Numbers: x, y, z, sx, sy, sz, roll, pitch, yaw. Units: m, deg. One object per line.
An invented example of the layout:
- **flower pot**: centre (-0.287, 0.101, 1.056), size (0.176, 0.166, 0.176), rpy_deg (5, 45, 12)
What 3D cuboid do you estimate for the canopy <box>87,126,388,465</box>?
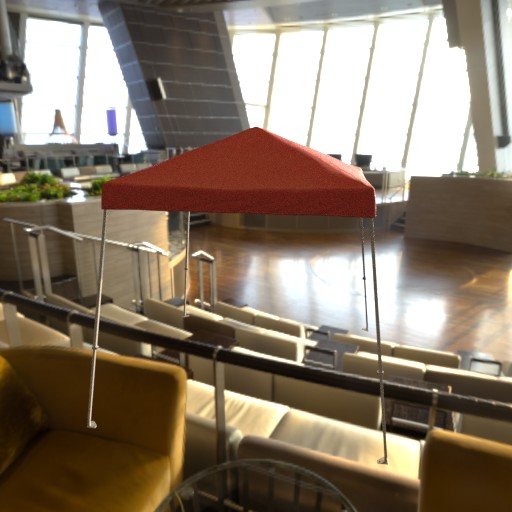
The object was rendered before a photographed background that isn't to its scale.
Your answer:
- **canopy**: centre (0.000, 0.000, 6.401), size (3.599, 3.600, 3.600), rpy_deg (3, 15, 10)
